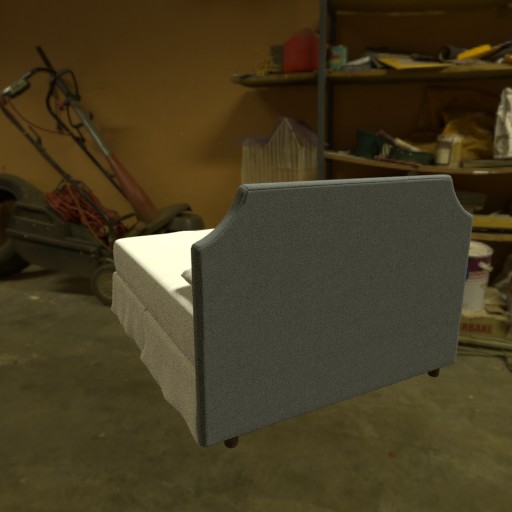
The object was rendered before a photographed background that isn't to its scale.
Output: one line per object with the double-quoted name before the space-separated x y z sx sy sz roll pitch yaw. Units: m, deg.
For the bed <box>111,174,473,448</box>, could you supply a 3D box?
"bed" 0.000 0.000 3.328 1.811 1.296 2.259 -8 16 -27
